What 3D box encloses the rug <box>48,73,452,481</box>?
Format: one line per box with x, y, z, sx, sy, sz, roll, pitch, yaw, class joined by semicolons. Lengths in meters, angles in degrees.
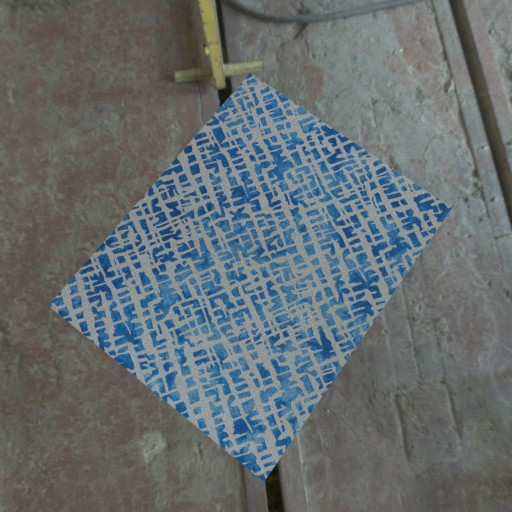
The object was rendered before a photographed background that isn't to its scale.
0.000;0.000;4.114;2.435;0.007;3.007;37;79;8;rug
